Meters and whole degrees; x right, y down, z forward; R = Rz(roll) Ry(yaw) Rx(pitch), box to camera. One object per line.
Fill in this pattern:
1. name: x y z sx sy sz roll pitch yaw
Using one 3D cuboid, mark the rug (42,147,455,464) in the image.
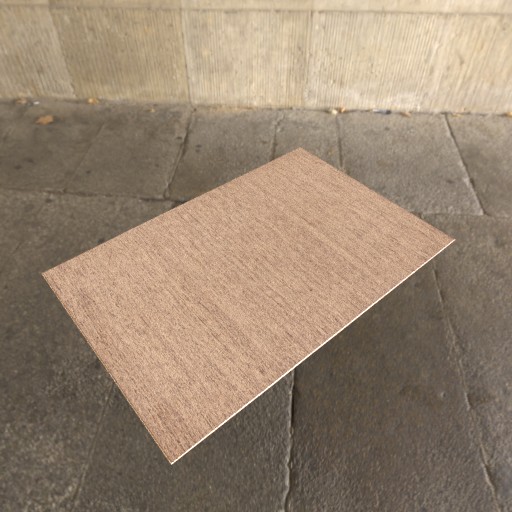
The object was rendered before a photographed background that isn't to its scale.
1. rug: 0.000 0.000 2.358 1.840 0.013 1.225 -31 53 -27
